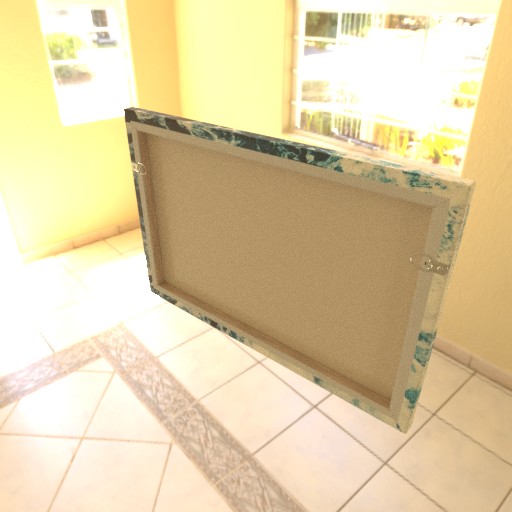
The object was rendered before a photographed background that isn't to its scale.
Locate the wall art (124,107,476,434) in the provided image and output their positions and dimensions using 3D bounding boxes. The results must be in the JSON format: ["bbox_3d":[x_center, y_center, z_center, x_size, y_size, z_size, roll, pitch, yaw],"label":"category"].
[{"bbox_3d":[0.000,0.000,1.875,1.524,1.017,0.055,22,37,33],"label":"wall art"}]
